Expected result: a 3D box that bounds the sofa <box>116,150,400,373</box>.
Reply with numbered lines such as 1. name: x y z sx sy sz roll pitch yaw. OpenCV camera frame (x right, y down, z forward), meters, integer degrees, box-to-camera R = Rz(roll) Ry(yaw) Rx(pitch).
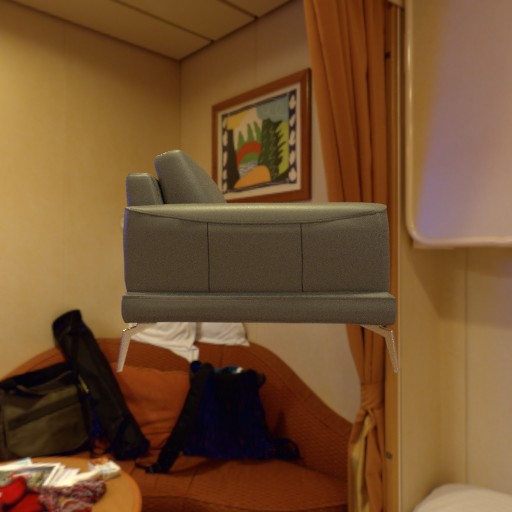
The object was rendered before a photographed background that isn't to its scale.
1. sofa: 0.000 0.000 2.775 1.121 0.930 2.177 0 0 0
